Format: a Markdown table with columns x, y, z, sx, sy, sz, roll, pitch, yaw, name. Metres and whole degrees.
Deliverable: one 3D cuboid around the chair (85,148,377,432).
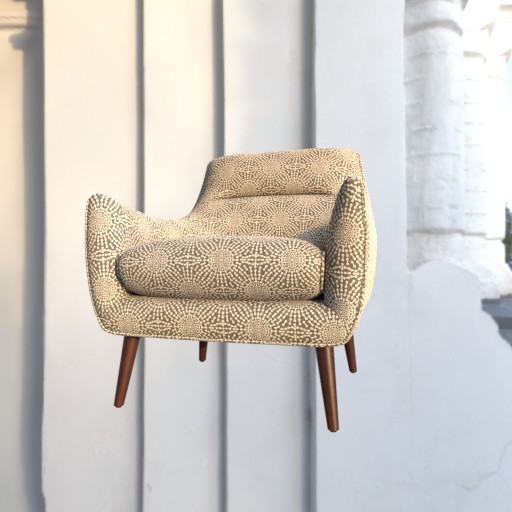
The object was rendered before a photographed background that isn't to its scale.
| x | y | z | sx | sy | sz | roll | pitch | yaw | name |
| --- | --- | --- | --- | --- | --- | --- | --- | --- | --- |
| 0.000 | 0.000 | 1.463 | 0.762 | 0.838 | 0.787 | 0 | 0 | 17 | chair |
